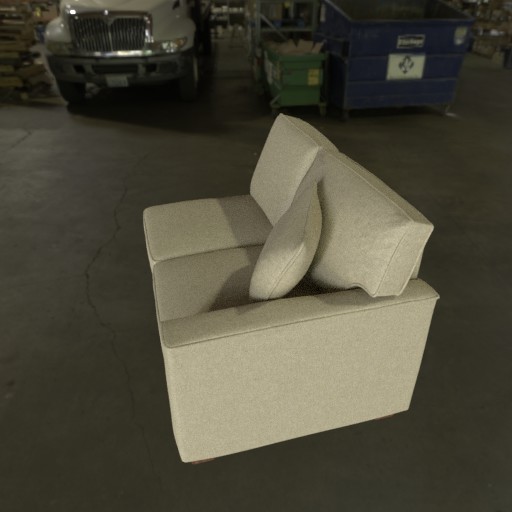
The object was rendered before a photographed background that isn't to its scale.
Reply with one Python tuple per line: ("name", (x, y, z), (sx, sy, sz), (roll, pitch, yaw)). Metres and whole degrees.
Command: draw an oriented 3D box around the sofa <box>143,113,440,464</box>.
("sofa", (0.000, 0.000, 2.095), (0.991, 0.989, 1.388), (-8, 32, -13))
